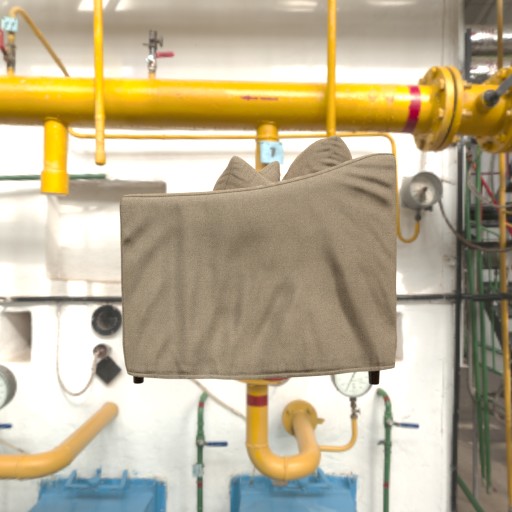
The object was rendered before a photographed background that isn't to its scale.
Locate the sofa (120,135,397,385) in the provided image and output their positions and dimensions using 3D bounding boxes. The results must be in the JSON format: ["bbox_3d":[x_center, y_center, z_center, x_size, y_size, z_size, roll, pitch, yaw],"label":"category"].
[{"bbox_3d":[0.000,0.000,2.625,1.072,1.018,2.010,0,-1,0],"label":"sofa"}]
